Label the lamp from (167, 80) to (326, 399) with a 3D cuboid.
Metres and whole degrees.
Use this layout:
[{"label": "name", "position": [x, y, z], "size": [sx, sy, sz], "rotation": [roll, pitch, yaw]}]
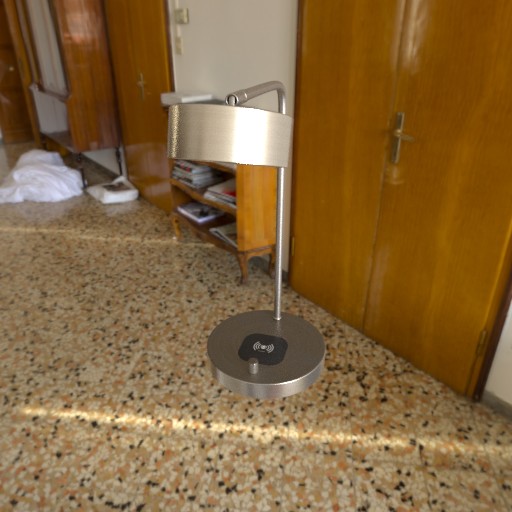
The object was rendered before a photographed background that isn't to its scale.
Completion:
[{"label": "lamp", "position": [0.000, 0.000, 0.648], "size": [0.211, 0.469, 0.334], "rotation": [8, 28, 15]}]
